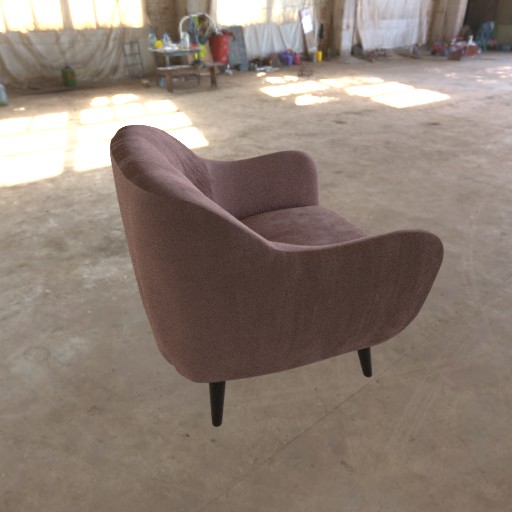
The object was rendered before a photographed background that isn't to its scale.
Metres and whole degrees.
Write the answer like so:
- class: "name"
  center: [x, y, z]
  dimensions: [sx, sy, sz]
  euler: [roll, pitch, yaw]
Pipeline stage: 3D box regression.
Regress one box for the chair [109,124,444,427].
- class: "chair"
  center: [0.000, 0.000, 1.477]
  dimensions: [0.820, 0.820, 0.840]
  euler: [-10, 31, -17]
